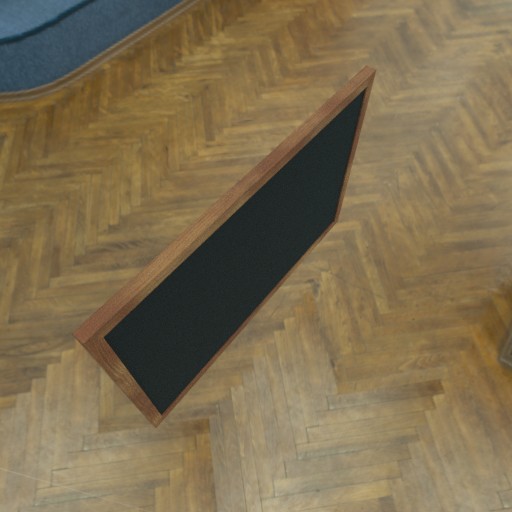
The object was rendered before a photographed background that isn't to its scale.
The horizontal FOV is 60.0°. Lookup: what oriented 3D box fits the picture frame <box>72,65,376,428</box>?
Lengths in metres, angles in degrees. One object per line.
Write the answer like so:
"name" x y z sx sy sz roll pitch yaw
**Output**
"picture frame" 0.000 0.000 1.206 0.029 0.640 0.950 34 63 20
